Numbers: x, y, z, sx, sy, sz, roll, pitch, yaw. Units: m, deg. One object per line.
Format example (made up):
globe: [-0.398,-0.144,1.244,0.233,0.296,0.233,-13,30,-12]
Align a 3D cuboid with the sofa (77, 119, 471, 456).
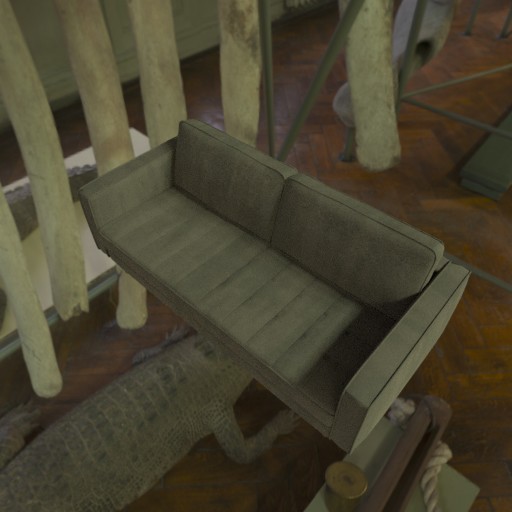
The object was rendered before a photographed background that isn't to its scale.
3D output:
sofa: [0.000,0.000,2.394,1.920,0.825,0.924,33,55,28]
